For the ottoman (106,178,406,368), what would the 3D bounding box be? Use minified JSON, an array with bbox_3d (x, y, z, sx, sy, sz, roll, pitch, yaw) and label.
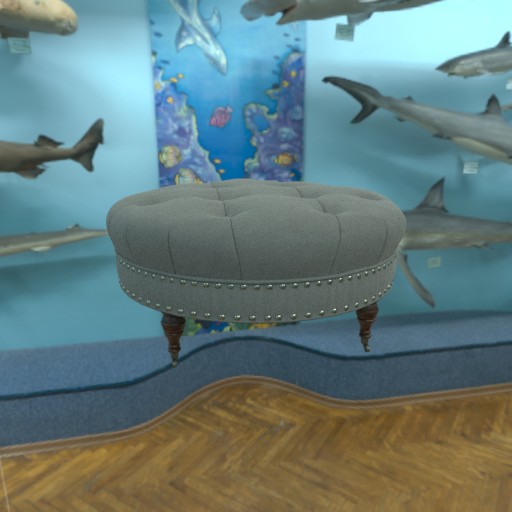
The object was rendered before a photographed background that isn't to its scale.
[{"bbox_3d":[0.000,0.000,1.413,0.901,0.439,0.901,0,15,0],"label":"ottoman"}]
